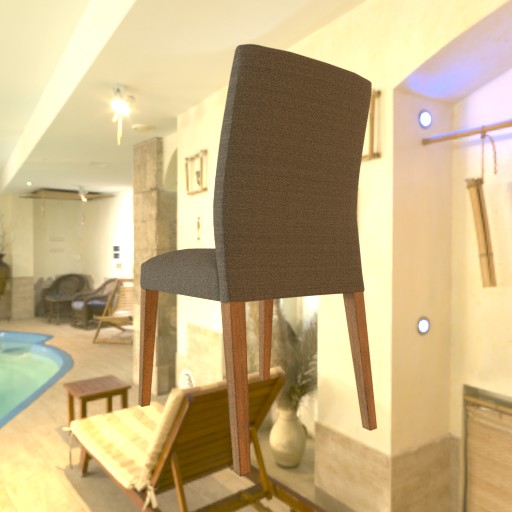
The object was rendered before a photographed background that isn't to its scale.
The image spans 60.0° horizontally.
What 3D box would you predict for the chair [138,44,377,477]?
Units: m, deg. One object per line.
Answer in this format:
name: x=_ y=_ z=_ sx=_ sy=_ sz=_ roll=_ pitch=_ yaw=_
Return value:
chair: x=0.000 y=0.000 z=1.289 sx=0.496 sy=0.940 sz=0.585 roll=-1 pitch=1 yaw=-35
